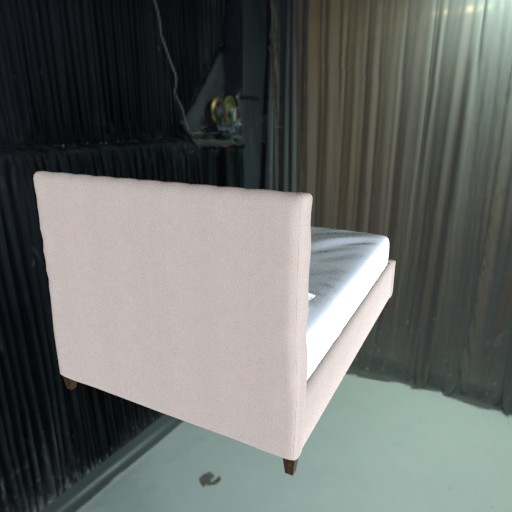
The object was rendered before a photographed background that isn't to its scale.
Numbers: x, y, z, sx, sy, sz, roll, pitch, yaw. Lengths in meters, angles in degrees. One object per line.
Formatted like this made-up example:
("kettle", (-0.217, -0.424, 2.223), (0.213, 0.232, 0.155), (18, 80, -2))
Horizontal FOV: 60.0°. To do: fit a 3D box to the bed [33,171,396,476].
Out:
("bed", (0.000, 0.000, 3.361), (1.698, 1.427, 2.387), (9, 20, 26))
